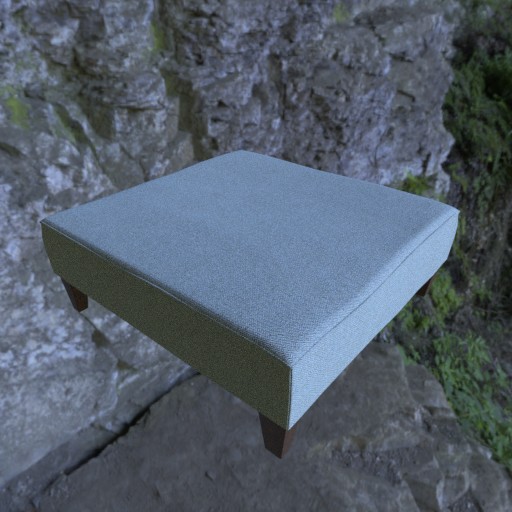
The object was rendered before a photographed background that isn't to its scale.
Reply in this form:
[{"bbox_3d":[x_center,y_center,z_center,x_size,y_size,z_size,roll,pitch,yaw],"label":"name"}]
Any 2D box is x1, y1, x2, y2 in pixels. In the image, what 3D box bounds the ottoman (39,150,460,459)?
[{"bbox_3d":[0.000,0.000,1.519,1.004,0.379,0.968,23,37,34],"label":"ottoman"}]
